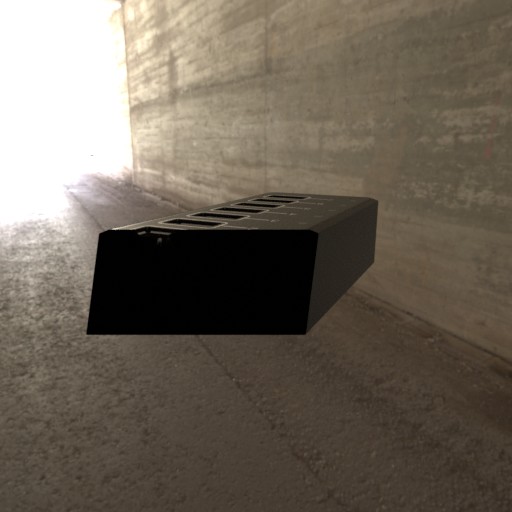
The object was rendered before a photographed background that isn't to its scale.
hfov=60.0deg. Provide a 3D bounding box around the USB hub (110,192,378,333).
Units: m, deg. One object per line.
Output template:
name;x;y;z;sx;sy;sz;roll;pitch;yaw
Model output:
USB hub;0.000;0.000;0.123;0.044;0.023;0.110;7;16;26
